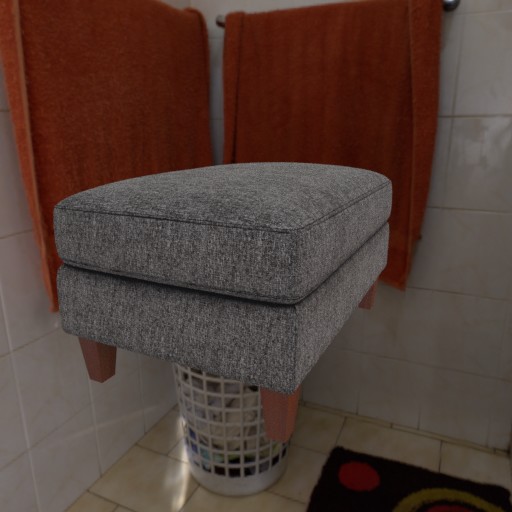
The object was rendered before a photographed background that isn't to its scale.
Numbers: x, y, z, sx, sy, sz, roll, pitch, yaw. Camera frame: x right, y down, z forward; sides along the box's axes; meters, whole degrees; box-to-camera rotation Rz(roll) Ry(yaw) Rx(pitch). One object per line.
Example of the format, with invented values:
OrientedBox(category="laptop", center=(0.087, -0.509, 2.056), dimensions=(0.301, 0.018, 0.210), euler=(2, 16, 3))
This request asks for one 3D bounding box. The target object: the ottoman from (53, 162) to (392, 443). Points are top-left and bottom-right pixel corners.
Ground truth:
OrientedBox(category="ottoman", center=(0.000, 0.000, 1.220), dimensions=(0.584, 0.483, 0.864), euler=(8, 18, 25))
